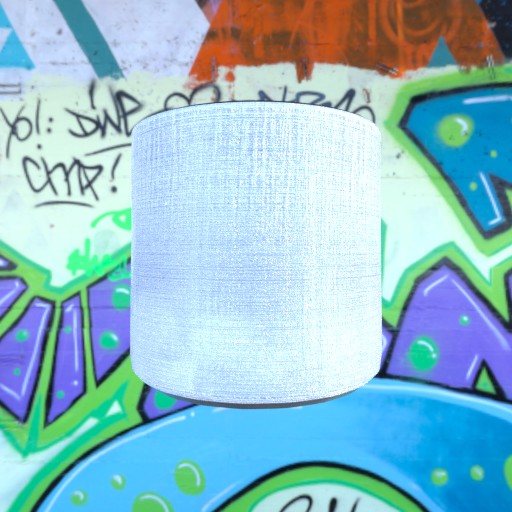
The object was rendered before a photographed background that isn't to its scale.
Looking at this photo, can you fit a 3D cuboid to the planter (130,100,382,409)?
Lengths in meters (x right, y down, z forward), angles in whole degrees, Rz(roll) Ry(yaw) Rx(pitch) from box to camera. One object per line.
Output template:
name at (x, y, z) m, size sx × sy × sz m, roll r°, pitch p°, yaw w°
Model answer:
planter at (0.000, 0.000, 0.292) m, size 0.160 × 0.156 × 0.160 m, roll 0°, pitch 1°, yaw 0°
